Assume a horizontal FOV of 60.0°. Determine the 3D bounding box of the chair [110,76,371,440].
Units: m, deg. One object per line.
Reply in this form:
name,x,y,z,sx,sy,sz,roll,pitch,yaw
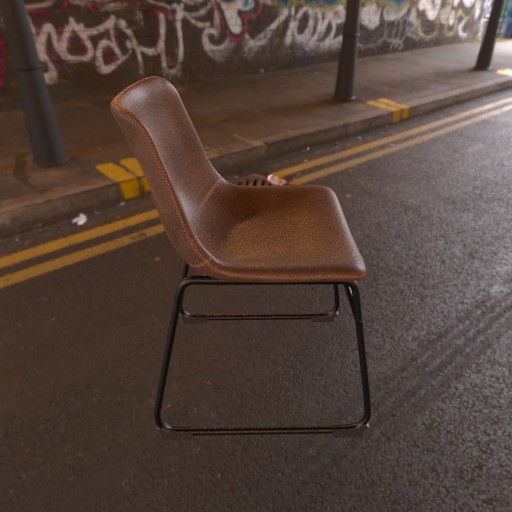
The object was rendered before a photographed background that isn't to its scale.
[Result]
chair,0.000,0.000,1.086,0.551,0.780,0.460,-1,32,-1
